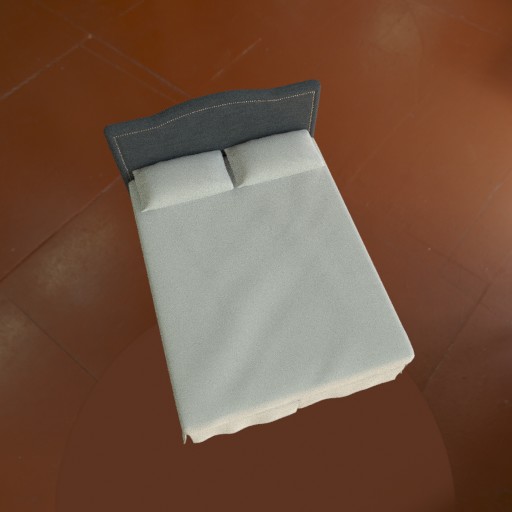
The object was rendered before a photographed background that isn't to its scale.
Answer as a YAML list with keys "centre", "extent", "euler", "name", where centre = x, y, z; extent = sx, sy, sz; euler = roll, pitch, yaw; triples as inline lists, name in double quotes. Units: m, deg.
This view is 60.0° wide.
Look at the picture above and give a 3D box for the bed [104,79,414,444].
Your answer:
- centre: [0.000, 0.000, 4.075]
  extent: [2.161, 1.457, 2.689]
  euler: [-15, 65, -8]
  name: "bed"
